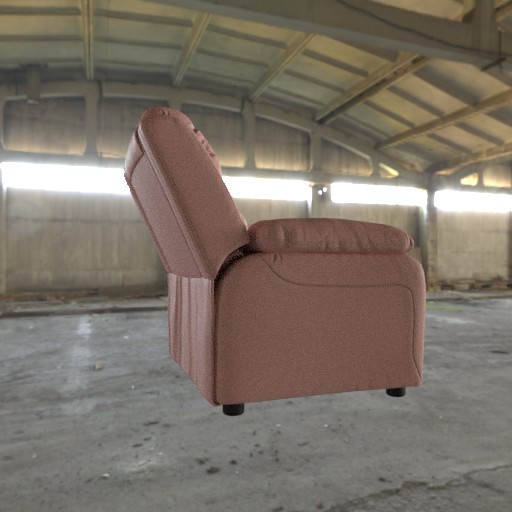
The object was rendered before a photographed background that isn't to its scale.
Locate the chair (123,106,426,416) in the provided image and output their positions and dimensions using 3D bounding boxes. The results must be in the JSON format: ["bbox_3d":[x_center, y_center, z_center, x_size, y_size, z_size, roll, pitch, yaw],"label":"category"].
[{"bbox_3d":[0.000,0.000,1.266,0.709,0.702,0.680,0,-1,-20],"label":"chair"}]
